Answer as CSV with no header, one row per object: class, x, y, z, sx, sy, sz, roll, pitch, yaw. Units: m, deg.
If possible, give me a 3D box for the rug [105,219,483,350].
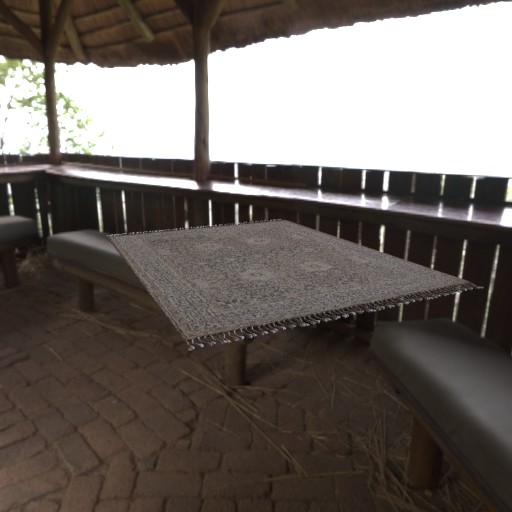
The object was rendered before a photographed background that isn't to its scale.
rug,0.000,0.000,4.419,2.431,0.017,3.291,-7,17,-25
